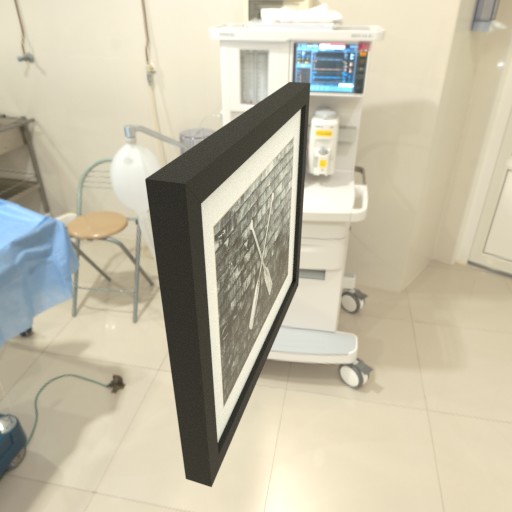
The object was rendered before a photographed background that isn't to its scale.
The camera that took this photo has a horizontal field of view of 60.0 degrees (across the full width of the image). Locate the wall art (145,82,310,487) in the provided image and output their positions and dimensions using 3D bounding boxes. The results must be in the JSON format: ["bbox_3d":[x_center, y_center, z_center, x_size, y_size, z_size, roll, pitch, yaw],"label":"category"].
[{"bbox_3d":[0.000,0.000,0.528,0.029,0.330,0.381,10,32,15],"label":"wall art"}]
